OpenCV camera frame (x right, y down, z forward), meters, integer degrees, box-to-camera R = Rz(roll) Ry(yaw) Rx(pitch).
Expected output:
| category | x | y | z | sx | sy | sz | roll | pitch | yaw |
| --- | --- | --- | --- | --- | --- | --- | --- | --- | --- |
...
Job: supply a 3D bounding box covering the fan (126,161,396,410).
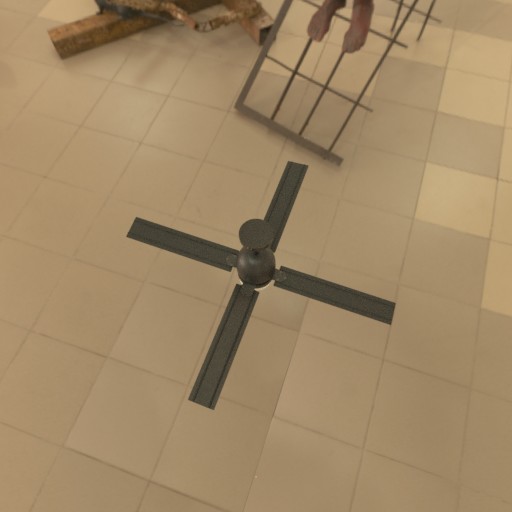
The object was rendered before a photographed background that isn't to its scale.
| category | x | y | z | sx | sy | sz | roll | pitch | yaw |
| --- | --- | --- | --- | --- | --- | --- | --- | --- | --- |
| fan | 0.000 | 0.000 | 1.978 | 1.319 | 0.410 | 1.319 | 17 | 65 | 8 |
